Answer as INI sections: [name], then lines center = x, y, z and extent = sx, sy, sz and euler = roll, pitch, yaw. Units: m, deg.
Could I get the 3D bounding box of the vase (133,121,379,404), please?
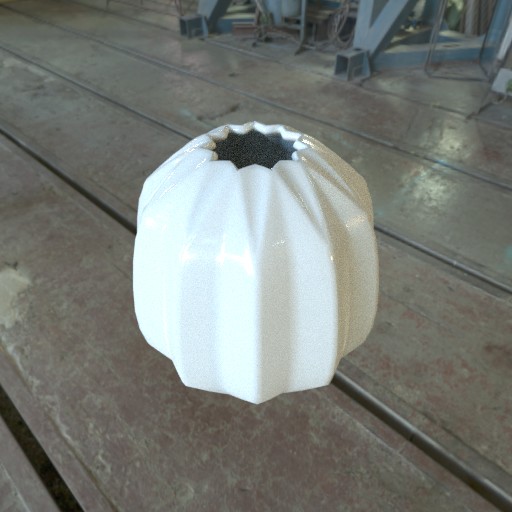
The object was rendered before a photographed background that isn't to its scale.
[vase]
center = 0.000, 0.000, 0.246
extent = 0.139, 0.134, 0.139
euler = 0, 40, 0
